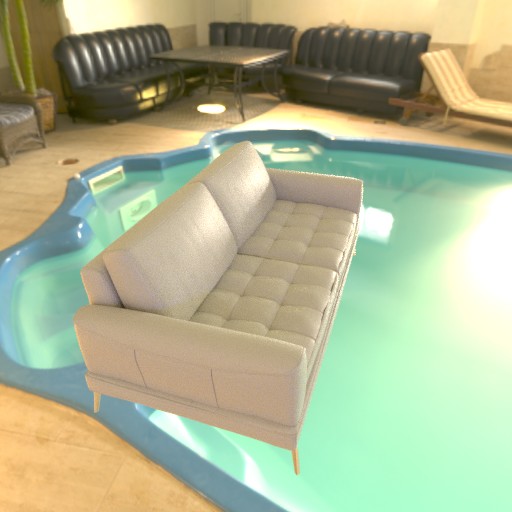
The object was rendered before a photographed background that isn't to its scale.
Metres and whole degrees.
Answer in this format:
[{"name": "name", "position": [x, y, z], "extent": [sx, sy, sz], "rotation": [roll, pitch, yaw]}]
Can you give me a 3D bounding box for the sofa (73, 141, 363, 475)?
[{"name": "sofa", "position": [0.000, 0.000, 2.787], "extent": [1.121, 0.930, 2.177], "rotation": [10, 33, 16]}]
